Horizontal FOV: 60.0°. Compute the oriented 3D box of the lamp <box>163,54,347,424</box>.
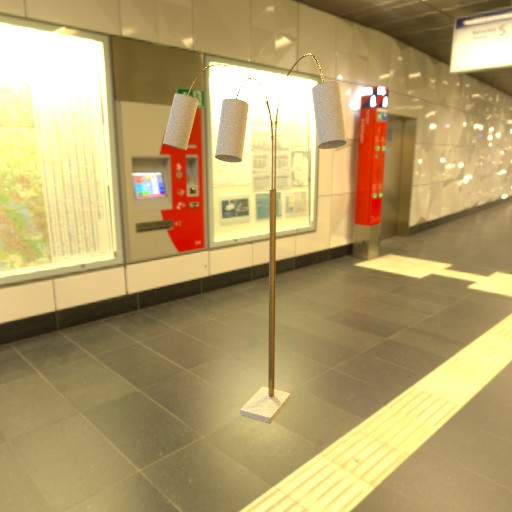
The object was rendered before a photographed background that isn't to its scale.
[{"bbox_3d":[0.000,0.000,2.459,1.020,2.055,0.667,6,14,26],"label":"lamp"}]
